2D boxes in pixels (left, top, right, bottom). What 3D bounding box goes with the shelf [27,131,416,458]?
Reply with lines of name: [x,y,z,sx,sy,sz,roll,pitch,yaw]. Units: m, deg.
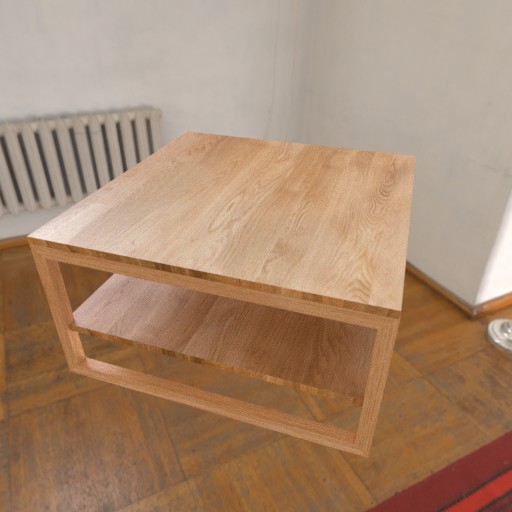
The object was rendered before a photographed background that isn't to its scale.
shelf: [0.000,0.000,1.466,0.899,0.480,0.899,10,34,16]
